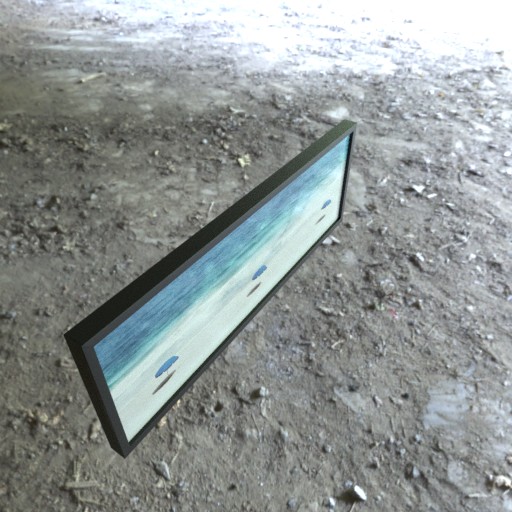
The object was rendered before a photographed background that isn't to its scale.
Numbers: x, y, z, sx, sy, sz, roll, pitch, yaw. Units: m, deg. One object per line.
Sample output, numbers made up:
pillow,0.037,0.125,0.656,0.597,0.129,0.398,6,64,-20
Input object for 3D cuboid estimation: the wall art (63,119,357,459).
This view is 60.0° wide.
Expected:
wall art,0.000,0.000,0.950,0.037,0.303,0.860,23,45,26
